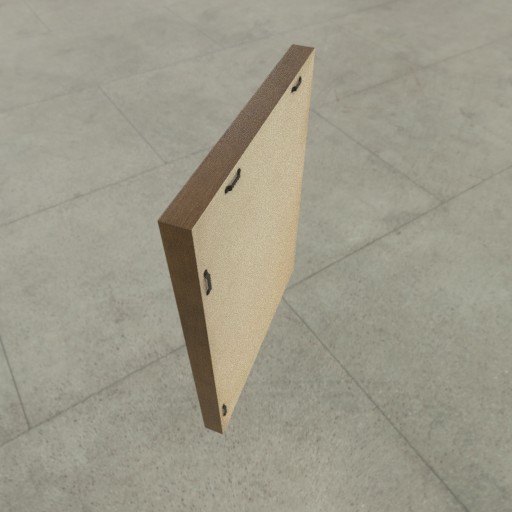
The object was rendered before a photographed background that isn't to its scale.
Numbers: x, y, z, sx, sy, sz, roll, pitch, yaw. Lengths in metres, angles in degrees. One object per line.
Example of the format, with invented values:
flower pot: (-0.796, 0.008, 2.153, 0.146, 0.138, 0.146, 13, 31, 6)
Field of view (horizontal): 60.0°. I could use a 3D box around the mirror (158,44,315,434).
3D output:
mirror: (0.000, 0.000, 0.720, 0.041, 0.509, 0.406, 16, 50, 14)
